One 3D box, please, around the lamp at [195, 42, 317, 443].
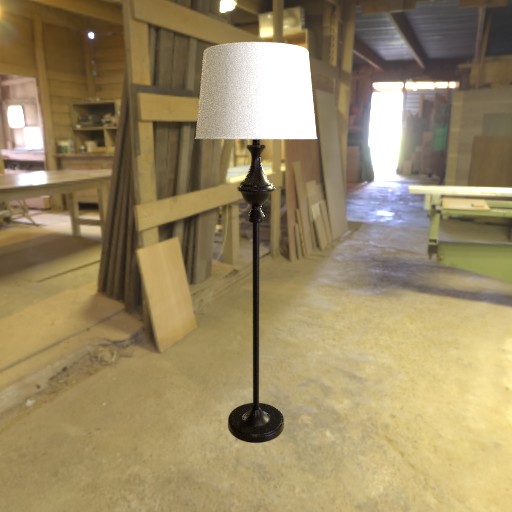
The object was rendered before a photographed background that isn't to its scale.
[{"bbox_3d":[0.000,0.000,1.692,0.431,1.484,0.431,0,15,0],"label":"lamp"}]
